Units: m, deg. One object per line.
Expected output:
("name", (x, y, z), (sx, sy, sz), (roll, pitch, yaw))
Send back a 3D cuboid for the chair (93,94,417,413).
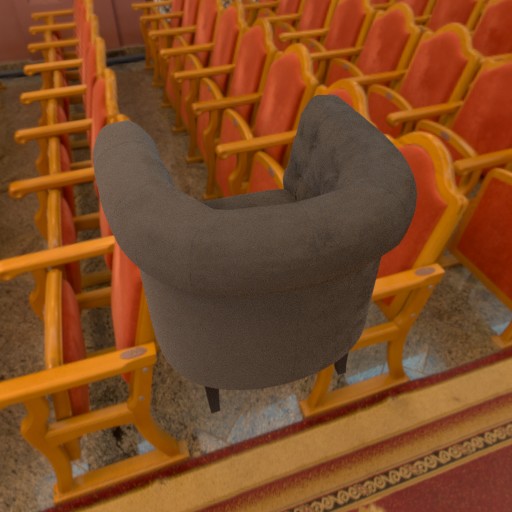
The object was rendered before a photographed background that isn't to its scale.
("chair", (0.000, 0.000, 1.516), (0.904, 0.826, 0.851), (-12, 42, -14))
